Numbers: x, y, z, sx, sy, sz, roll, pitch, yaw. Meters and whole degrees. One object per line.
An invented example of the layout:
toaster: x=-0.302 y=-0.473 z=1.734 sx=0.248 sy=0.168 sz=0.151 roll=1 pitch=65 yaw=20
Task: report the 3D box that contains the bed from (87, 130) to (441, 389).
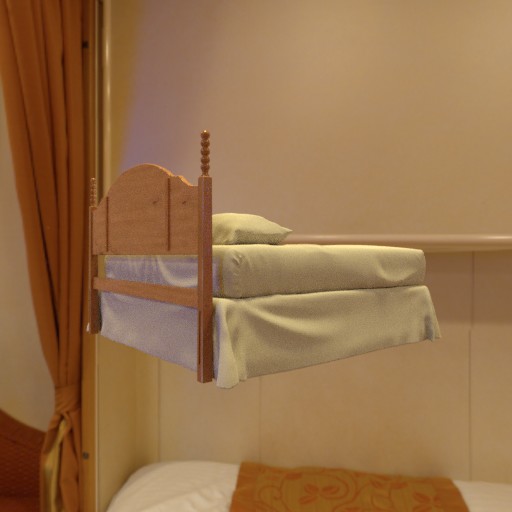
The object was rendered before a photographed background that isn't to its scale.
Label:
bed: x=0.000 y=0.000 z=3.778 sx=2.219 sy=1.355 sz=2.322 roll=0 pitch=0 yaw=-38
